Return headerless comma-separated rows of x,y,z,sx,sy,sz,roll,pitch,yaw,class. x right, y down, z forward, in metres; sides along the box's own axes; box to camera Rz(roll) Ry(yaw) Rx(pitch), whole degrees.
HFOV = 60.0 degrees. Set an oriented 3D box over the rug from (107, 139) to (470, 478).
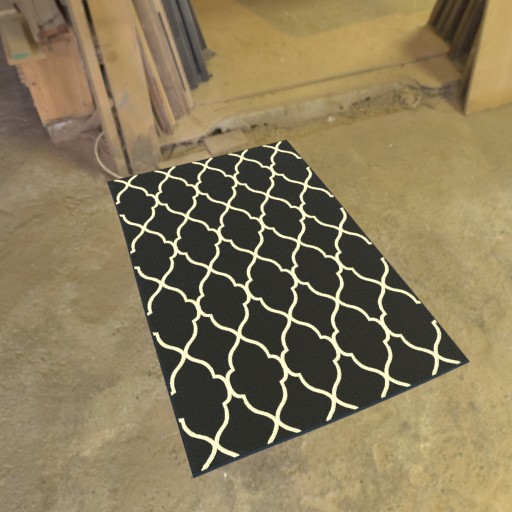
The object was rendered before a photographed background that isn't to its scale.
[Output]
0.000,0.000,2.862,1.528,0.014,2.294,-17,49,-15,rug
